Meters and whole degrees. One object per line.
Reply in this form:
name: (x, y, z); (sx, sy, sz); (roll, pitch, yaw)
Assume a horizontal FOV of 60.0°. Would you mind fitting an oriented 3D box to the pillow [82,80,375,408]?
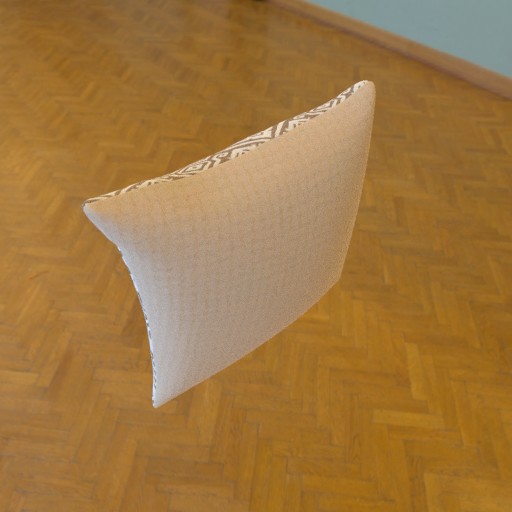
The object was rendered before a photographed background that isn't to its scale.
pillow: (0.000, 0.000, 0.644); (0.419, 0.407, 0.173); (-31, 54, -26)
